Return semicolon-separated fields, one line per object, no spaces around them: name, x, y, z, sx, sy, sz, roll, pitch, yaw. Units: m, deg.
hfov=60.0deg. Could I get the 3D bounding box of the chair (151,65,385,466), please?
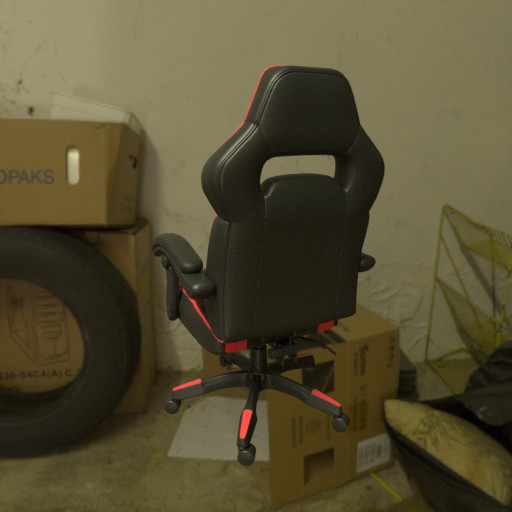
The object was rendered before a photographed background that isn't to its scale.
chair;0.000;0.000;1.621;0.700;1.220;0.700;-8;17;-25
